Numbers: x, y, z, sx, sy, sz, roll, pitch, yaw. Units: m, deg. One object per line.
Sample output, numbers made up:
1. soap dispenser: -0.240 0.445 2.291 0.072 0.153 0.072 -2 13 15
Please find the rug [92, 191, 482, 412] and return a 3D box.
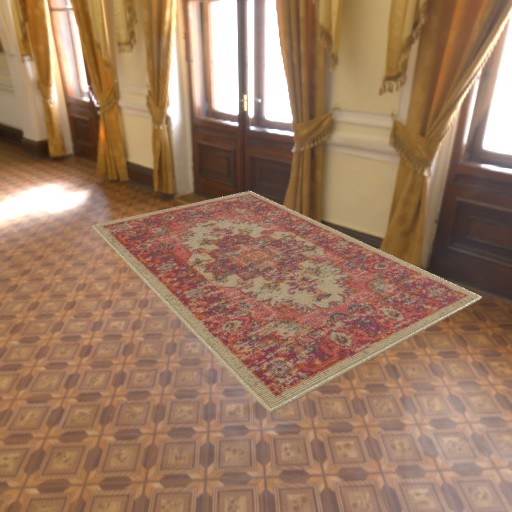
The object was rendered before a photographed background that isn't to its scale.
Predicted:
1. rug: 0.000 0.000 1.105 0.556 0.004 0.868 -17 31 -31
